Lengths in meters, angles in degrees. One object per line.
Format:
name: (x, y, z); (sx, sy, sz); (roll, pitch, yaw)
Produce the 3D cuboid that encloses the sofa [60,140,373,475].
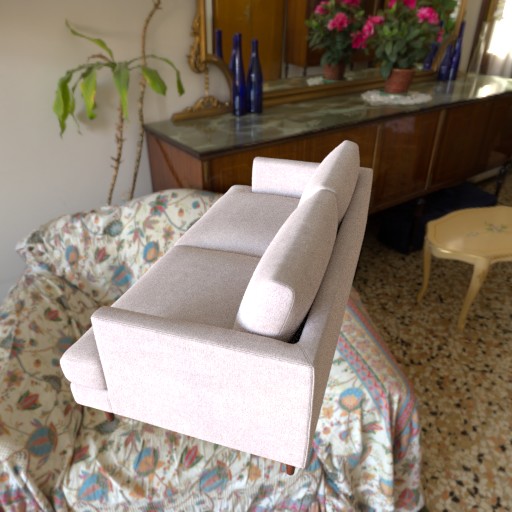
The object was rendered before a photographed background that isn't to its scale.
sofa: (0.000, 0.000, 2.394); (1.020, 0.868, 1.948); (9, 32, 16)
